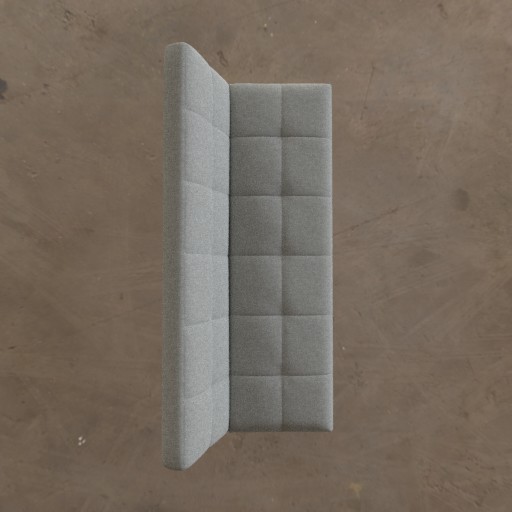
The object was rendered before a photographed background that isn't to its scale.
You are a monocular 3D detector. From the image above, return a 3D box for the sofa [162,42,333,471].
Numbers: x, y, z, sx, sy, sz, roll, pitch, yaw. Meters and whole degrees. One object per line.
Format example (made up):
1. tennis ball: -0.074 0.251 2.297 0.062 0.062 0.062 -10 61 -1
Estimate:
1. sofa: 0.000 0.000 2.233 0.800 0.800 1.820 0 89 -1
